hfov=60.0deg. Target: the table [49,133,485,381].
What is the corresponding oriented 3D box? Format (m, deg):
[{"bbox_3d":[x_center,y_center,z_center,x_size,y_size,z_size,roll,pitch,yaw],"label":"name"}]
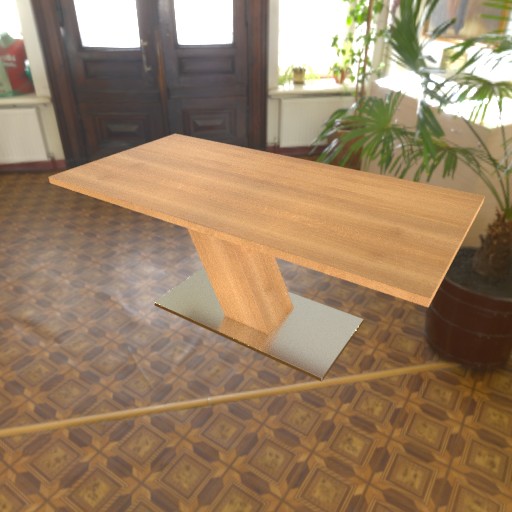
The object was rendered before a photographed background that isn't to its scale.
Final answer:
[{"bbox_3d":[0.000,0.000,2.226,1.800,0.750,0.900,19,36,28],"label":"table"}]
